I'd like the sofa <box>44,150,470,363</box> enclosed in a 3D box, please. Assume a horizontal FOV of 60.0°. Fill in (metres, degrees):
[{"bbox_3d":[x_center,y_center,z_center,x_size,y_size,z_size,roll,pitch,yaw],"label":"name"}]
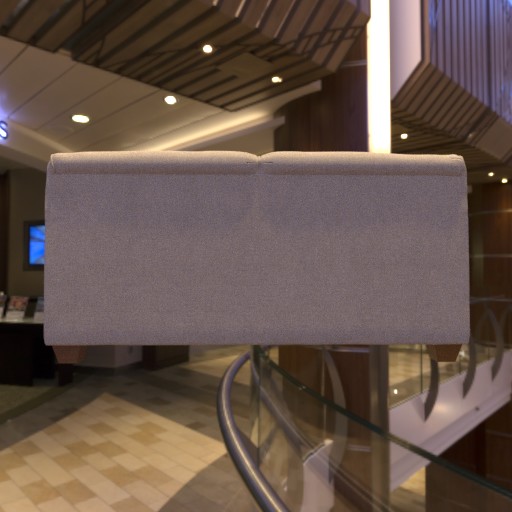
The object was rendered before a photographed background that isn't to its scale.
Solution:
[{"bbox_3d":[0.000,0.000,2.387,1.846,0.958,0.998,0,-2,-1],"label":"sofa"}]
